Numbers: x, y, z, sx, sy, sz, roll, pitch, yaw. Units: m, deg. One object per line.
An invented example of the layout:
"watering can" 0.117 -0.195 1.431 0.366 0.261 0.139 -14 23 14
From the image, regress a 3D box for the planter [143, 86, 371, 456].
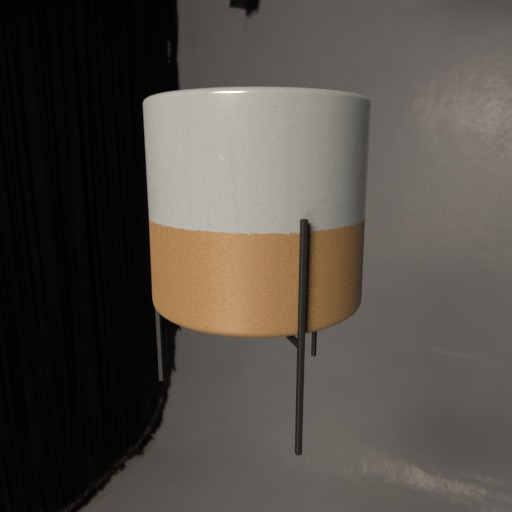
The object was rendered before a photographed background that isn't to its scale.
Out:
"planter" 0.000 0.000 0.653 0.310 0.432 0.310 7 15 26
